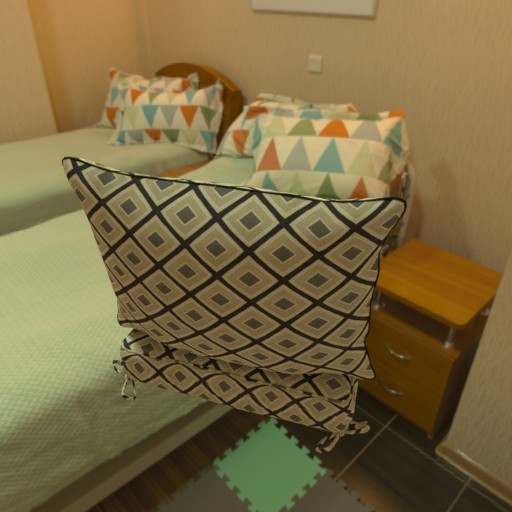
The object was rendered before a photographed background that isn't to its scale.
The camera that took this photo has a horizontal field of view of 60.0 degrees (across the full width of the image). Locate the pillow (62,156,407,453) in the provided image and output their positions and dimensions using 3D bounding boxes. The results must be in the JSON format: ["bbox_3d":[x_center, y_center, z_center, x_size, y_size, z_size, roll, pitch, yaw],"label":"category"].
[{"bbox_3d":[0.000,0.000,1.330,0.798,0.722,0.733,9,32,15],"label":"pillow"}]
